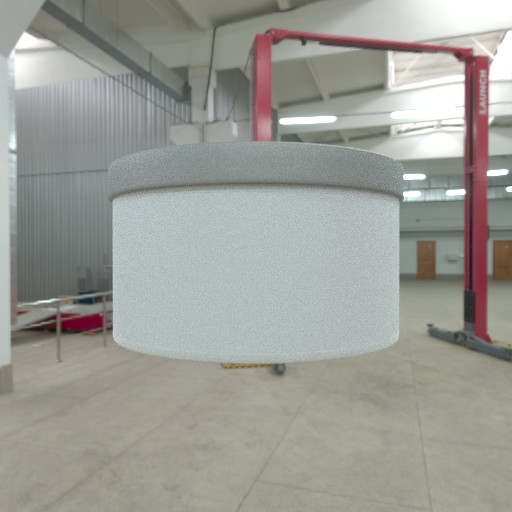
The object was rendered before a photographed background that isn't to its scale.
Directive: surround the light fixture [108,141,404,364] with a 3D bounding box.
[{"bbox_3d":[0.000,0.000,0.621,0.393,0.229,0.393,0,0,0],"label":"light fixture"}]
